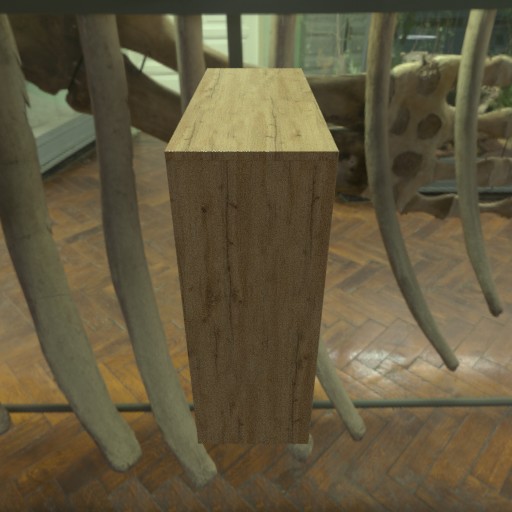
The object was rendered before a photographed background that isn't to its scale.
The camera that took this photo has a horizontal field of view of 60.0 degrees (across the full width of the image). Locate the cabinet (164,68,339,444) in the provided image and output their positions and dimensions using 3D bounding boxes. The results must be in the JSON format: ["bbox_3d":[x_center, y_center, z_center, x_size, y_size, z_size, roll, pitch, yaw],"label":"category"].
[{"bbox_3d":[0.000,0.000,2.020,0.473,1.397,1.168,0,33,0],"label":"cabinet"}]
